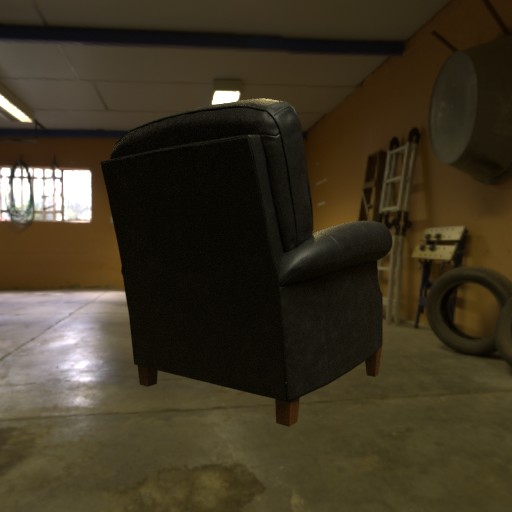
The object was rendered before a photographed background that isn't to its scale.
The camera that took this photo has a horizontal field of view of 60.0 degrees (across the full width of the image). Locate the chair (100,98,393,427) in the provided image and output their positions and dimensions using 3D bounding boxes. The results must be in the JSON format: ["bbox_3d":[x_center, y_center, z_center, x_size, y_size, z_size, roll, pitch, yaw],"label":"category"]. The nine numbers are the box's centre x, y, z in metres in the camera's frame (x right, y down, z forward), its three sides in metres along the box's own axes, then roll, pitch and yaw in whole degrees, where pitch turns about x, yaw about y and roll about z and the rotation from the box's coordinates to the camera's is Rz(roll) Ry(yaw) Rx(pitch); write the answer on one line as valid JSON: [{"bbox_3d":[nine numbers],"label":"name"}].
[{"bbox_3d":[0.000,0.000,1.789,0.936,1.018,0.986,1,2,36],"label":"chair"}]
